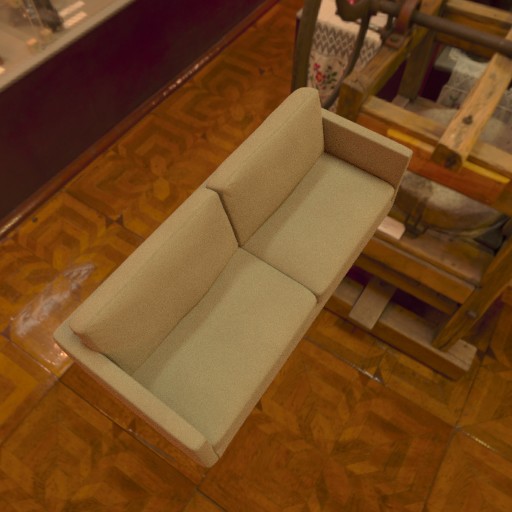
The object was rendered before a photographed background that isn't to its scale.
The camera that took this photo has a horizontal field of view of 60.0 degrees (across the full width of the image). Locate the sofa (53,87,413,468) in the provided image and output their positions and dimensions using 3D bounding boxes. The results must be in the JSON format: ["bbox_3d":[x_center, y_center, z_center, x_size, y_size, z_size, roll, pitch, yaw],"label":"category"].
[{"bbox_3d":[0.000,0.000,2.680,0.948,0.932,2.181,31,64,17],"label":"sofa"}]
